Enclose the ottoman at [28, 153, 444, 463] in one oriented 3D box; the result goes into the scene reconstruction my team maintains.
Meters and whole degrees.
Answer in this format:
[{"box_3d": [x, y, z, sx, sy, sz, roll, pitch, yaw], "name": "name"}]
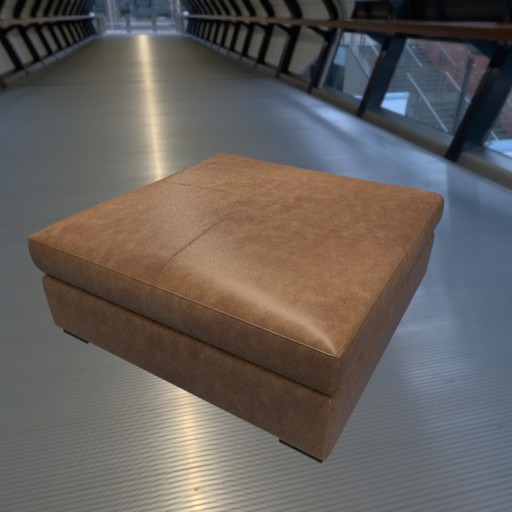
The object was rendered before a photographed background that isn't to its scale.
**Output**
[{"box_3d": [0.000, 0.000, 1.779, 1.169, 0.483, 1.168, 17, 34, 27], "name": "ottoman"}]
